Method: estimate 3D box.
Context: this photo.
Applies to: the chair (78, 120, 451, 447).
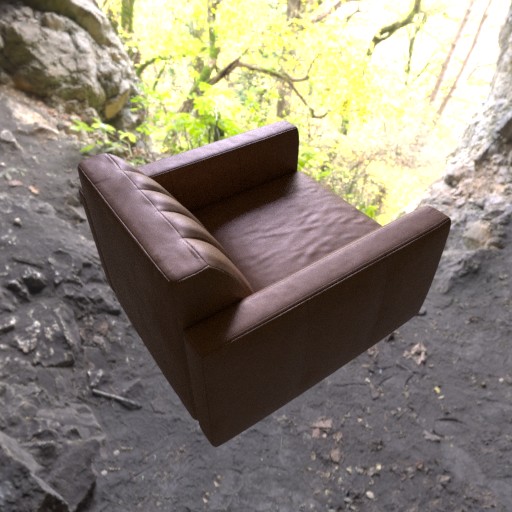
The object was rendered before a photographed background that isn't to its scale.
[{"bbox_3d":[0.000,0.000,1.684,0.998,0.819,0.953,-25,48,-25],"label":"chair"}]
